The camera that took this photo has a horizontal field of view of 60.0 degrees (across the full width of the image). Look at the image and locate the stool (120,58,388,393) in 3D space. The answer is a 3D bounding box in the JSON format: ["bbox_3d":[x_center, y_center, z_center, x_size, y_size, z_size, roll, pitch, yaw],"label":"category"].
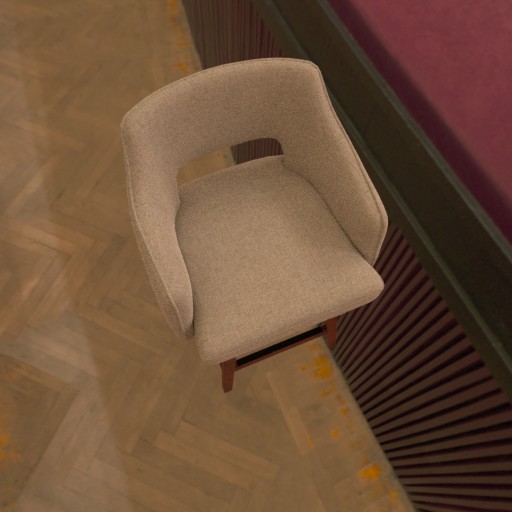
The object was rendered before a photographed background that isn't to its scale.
[{"bbox_3d":[0.000,0.000,1.322,0.599,0.944,0.558,-20,65,-10],"label":"stool"}]
